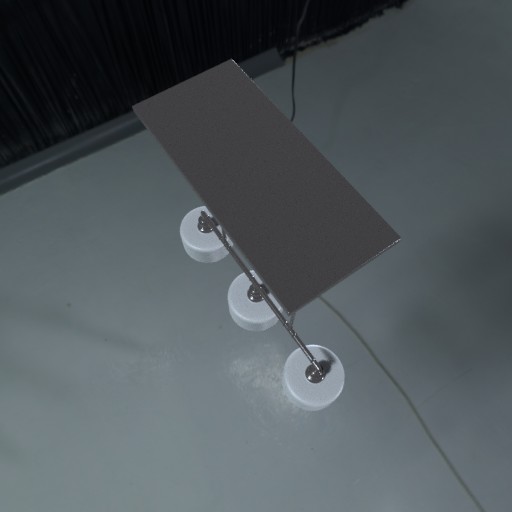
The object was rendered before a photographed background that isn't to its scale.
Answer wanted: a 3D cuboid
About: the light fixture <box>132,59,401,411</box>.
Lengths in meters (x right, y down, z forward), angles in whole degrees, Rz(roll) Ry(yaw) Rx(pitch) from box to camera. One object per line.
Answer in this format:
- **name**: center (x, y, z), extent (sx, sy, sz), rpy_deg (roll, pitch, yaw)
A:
- **light fixture**: center (0.000, 0.000, 0.859), extent (0.177, 0.557, 0.582), rpy_deg (-32, 68, -15)
